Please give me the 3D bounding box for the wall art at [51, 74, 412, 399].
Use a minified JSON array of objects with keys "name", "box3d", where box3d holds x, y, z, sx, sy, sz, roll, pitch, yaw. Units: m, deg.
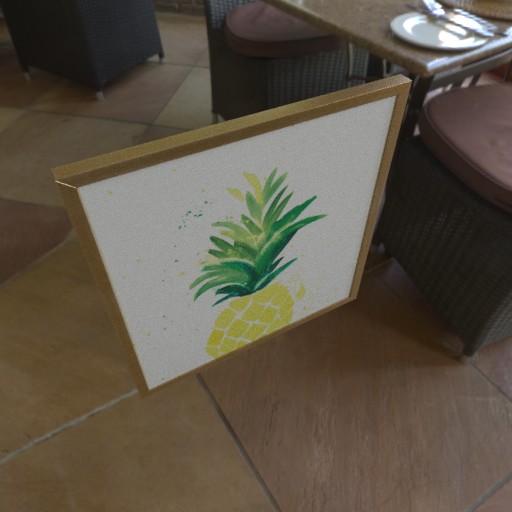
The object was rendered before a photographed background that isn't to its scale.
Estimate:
[{"name":"wall art","box3d":[0.000,0.000,1.128,0.762,0.760,0.037,-22,50,-20]}]
